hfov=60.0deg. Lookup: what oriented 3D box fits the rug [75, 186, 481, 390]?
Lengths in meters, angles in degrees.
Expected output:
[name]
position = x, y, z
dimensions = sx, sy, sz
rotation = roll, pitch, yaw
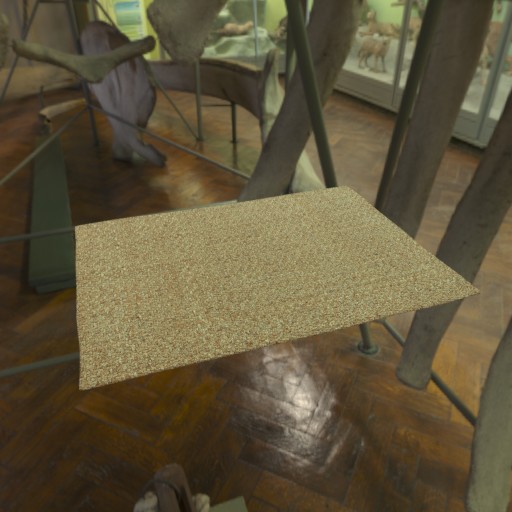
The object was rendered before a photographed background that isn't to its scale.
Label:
[rug]
position = 0.000, 0.000, 2.780
dimensions = 2.141, 0.013, 1.566
rotation = -11, 34, -16
